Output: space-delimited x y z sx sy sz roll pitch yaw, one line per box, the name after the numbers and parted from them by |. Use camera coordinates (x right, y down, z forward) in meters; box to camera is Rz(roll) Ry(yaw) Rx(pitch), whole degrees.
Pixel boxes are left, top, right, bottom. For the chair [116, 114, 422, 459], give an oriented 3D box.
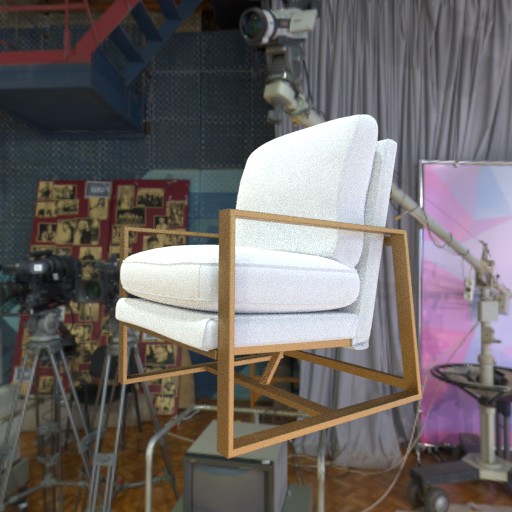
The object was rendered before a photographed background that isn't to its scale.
0.000 0.000 1.592 0.813 0.966 0.805 0 0 -36 | chair
